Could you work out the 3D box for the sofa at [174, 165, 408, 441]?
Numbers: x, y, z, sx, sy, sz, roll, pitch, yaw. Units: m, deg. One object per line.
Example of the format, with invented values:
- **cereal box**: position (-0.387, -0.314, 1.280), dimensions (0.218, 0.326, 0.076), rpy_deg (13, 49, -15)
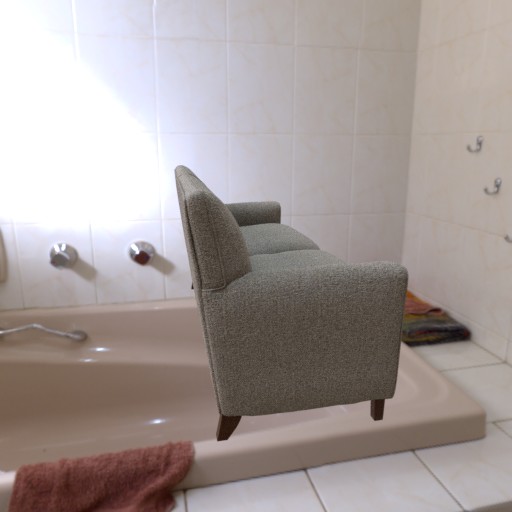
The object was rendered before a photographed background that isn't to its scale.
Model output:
- **sofa**: position (0.000, 0.000, 2.518), dimensions (0.854, 0.942, 2.026), rpy_deg (-3, 14, -11)
